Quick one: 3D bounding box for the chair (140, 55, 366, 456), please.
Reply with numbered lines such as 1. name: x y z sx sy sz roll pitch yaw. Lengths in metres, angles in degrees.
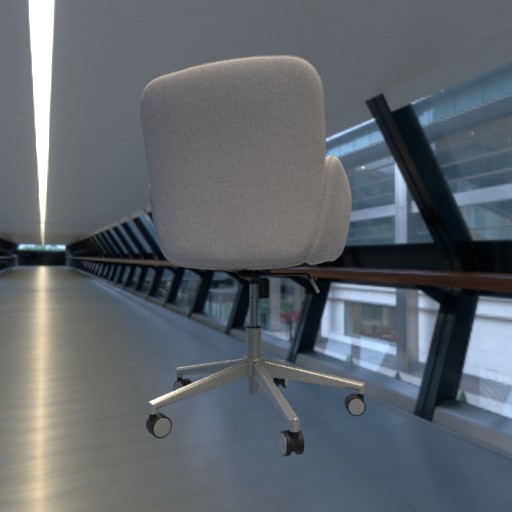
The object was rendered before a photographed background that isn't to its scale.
1. chair: 0.000 0.000 1.376 0.648 0.959 0.633 0 -1 19
